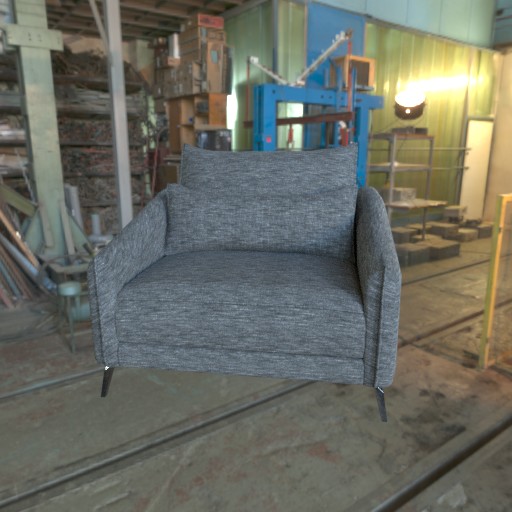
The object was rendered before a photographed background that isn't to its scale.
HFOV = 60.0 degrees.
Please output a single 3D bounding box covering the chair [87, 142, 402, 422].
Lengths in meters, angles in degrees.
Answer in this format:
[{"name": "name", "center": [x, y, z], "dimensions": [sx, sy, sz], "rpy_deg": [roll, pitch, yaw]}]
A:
[{"name": "chair", "center": [0.000, 0.000, 1.673], "dimensions": [1.004, 0.842, 0.805], "rpy_deg": [2, 14, 8]}]
